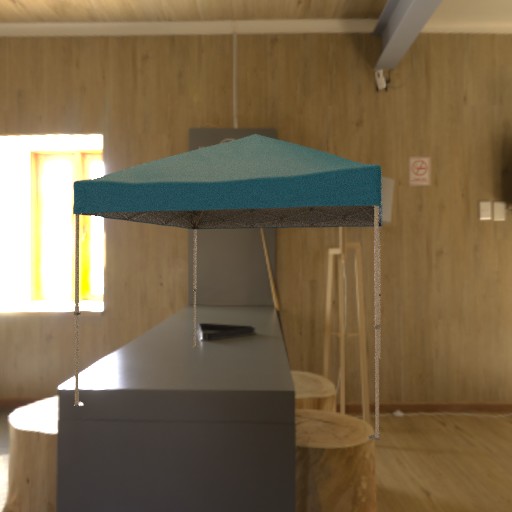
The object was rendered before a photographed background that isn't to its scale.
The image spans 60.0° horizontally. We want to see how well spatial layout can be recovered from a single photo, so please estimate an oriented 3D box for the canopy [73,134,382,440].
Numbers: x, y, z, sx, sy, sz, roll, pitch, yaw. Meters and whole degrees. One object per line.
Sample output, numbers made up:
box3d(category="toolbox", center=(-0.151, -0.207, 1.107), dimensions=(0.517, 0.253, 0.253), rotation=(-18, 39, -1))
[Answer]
box3d(category="canopy", center=(0.000, 0.000, 5.464), dimensions=(2.996, 2.997, 2.998), rotation=(0, 0, 16))
